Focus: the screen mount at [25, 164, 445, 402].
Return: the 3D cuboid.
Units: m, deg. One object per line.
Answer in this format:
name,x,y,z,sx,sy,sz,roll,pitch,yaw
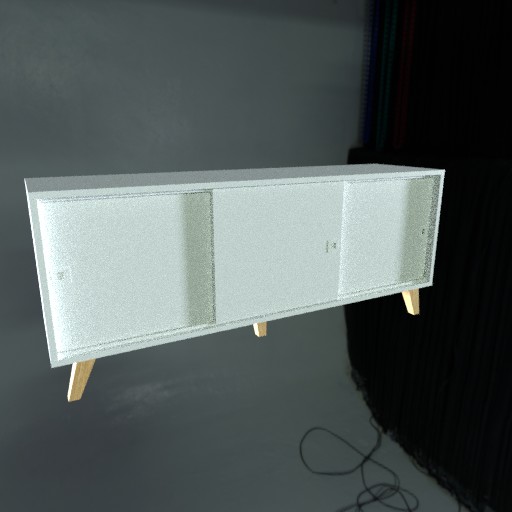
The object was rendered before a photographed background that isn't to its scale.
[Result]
screen mount,0.000,0.000,1.687,1.490,0.619,0.400,-8,17,-27
